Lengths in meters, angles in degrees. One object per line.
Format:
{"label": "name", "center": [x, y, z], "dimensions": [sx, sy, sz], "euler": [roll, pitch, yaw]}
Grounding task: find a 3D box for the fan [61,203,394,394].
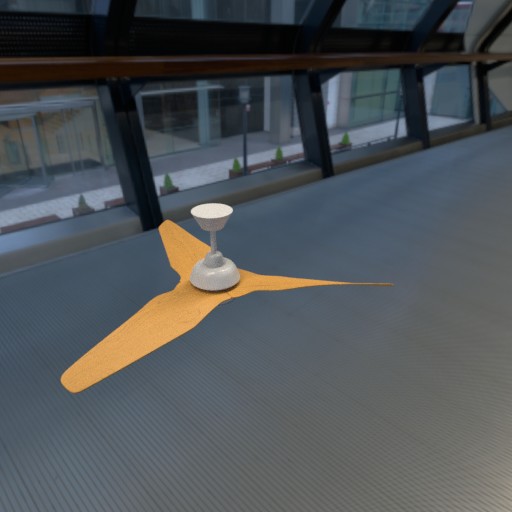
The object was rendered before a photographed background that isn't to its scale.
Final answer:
{"label": "fan", "center": [0.000, 0.000, 1.610], "dimensions": [1.010, 0.355, 1.142], "euler": [0, 26, 1]}
